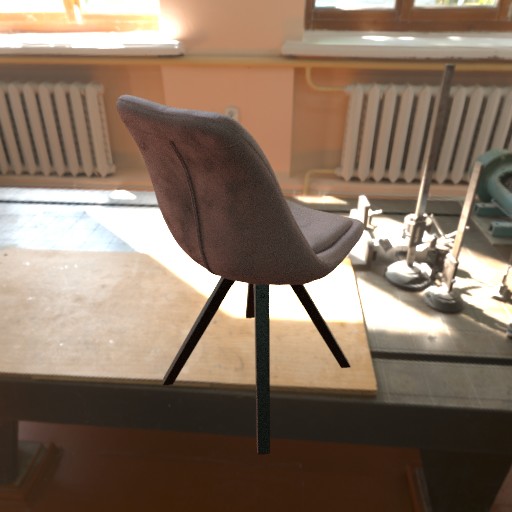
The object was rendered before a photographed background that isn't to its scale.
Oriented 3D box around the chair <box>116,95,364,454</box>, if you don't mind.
[{"bbox_3d":[0.000,0.000,1.182,0.483,0.865,0.547,23,37,33],"label":"chair"}]
